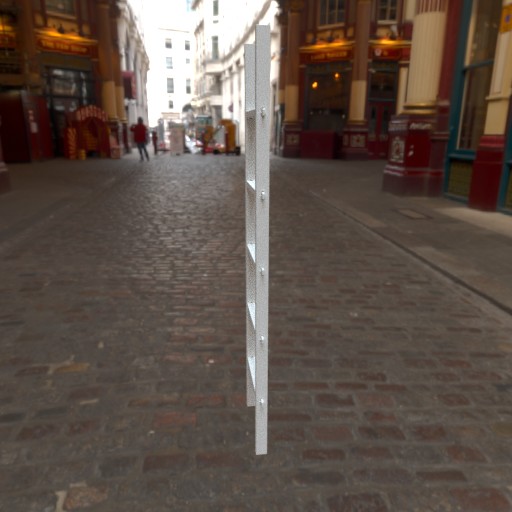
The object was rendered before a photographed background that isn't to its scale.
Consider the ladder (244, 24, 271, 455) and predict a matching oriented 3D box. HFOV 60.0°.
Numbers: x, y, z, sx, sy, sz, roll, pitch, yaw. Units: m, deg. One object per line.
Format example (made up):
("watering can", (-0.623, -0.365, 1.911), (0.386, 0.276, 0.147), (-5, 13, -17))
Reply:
("ladder", (0.000, 0.000, 1.989), (0.051, 1.797, 0.452), (-2, 16, -7))
